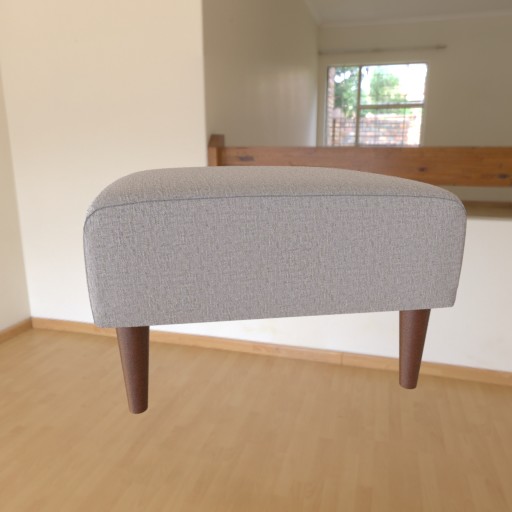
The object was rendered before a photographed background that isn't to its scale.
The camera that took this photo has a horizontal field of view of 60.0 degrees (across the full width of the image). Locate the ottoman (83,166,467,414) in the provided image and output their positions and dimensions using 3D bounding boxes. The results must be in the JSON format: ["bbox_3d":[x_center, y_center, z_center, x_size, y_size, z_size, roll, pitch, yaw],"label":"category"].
[{"bbox_3d":[0.000,0.000,1.034,0.648,0.399,0.655,-2,14,-9],"label":"ottoman"}]
